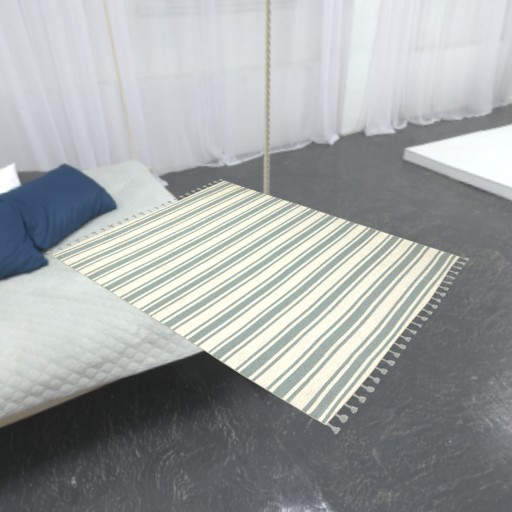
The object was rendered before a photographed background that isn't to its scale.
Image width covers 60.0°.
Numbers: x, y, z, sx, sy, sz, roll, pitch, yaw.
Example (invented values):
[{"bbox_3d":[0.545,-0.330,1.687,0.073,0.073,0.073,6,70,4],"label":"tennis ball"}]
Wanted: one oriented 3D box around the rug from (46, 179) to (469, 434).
[{"bbox_3d":[0.000,0.000,4.161,3.201,0.005,2.439,23,38,33],"label":"rug"}]
